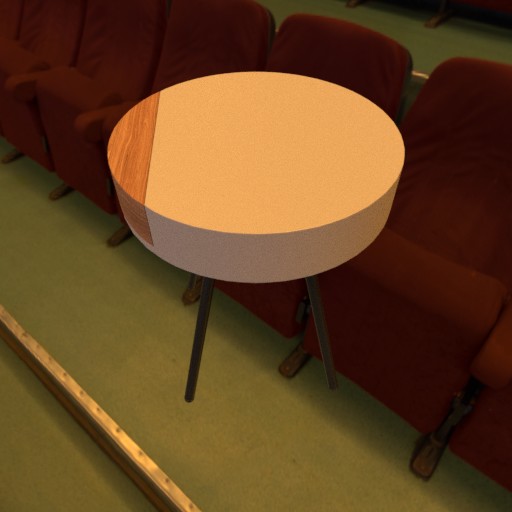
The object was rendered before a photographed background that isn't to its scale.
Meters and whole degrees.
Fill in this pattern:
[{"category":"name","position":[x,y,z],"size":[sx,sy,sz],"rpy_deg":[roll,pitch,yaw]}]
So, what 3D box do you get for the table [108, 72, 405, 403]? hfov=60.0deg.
[{"category":"table","position":[0.000,0.000,0.852],"size":[0.450,0.525,0.450],"rpy_deg":[0,46,0]}]
